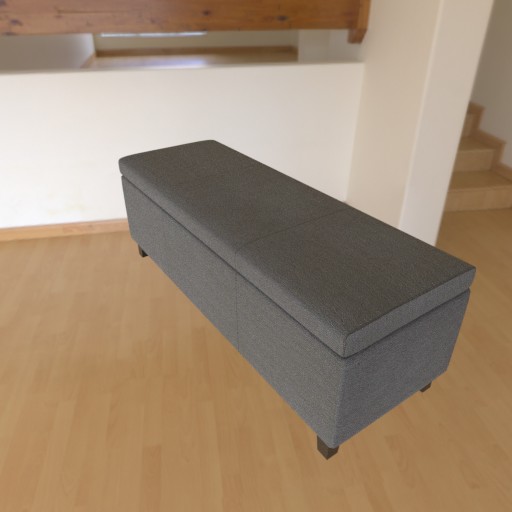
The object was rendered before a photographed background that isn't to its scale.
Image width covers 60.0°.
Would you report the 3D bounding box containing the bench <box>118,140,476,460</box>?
[{"bbox_3d":[0.000,0.000,1.489,0.446,0.438,1.269,-20,37,-29],"label":"bench"}]
